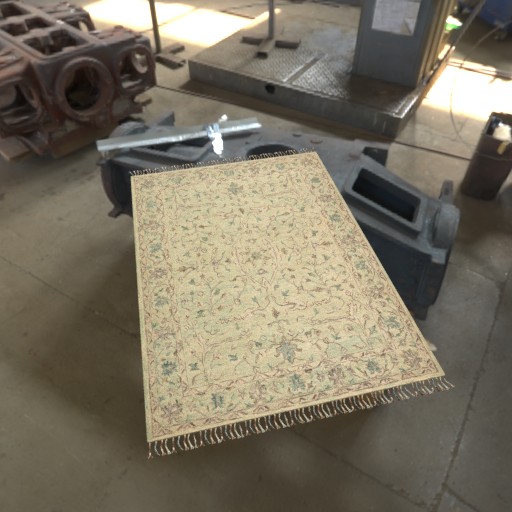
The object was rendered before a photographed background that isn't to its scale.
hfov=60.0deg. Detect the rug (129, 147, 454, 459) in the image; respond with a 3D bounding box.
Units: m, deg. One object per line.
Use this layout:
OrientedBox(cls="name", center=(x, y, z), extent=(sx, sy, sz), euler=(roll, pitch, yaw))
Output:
OrientedBox(cls="rug", center=(0.000, 0.000, 2.302), extent=(1.247, 0.008, 1.802), euler=(-10, 47, -9))
